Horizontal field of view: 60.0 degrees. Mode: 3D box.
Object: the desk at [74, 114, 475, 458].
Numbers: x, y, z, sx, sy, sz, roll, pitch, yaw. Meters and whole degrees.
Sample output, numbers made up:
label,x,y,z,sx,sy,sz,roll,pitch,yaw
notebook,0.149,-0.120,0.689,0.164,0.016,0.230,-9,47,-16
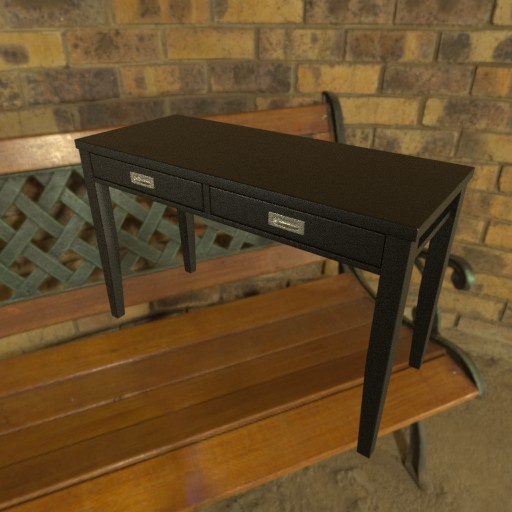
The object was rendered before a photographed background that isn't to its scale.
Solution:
label,x,y,z,sx,sy,sz,roll,pitch,yaw
desk,0.000,0.000,1.621,1.220,0.775,0.508,20,35,31
